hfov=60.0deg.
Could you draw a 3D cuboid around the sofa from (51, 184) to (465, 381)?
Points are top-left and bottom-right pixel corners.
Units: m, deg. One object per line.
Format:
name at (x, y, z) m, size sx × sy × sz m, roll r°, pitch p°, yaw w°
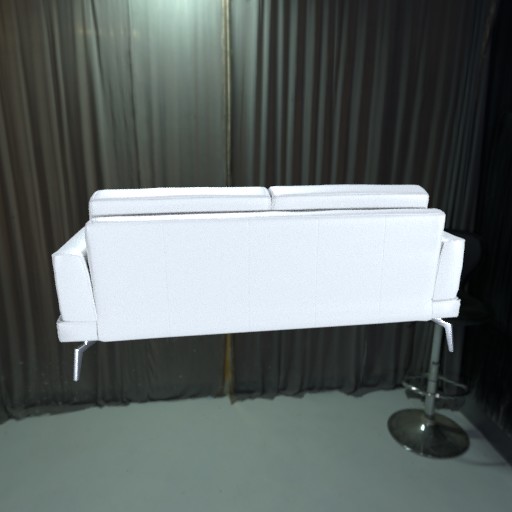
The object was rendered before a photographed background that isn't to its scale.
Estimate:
sofa at (0.000, 0.000, 2.753) m, size 2.177 × 0.930 × 1.121 m, roll -2°, pitch 15°, yaw -9°
